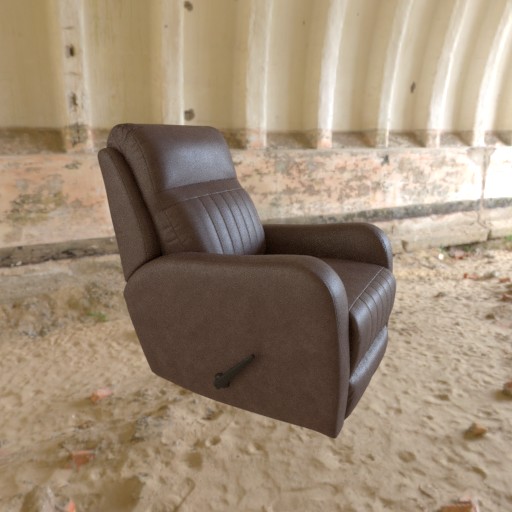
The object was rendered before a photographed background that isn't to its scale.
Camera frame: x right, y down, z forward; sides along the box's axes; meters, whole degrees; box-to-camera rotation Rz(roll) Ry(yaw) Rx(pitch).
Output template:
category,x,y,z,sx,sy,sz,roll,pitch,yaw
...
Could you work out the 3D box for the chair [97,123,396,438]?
category,x,y,z,sx,sy,sz,roll,pitch,yaw
chair,0.000,0.000,1.845,1.067,1.067,0.865,8,16,27
